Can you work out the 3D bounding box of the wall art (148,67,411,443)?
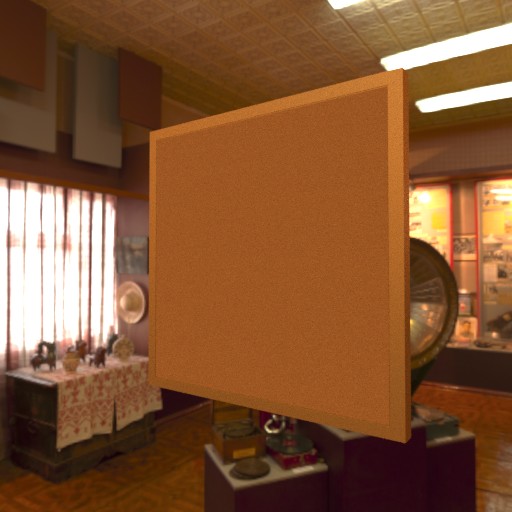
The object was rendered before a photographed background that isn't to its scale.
[{"bbox_3d":[0.000,0.000,2.865,1.926,1.926,0.099,-1,-2,35],"label":"wall art"}]
